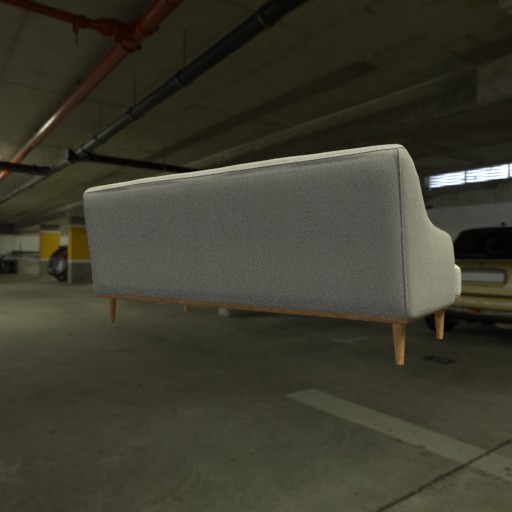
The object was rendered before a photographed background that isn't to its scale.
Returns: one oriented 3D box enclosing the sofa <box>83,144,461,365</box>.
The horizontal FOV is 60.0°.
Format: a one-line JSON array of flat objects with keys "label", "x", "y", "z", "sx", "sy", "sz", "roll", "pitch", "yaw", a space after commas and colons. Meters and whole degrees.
[{"label": "sofa", "x": 0.000, "y": 0.000, "z": 2.584, "sx": 2.057, "sy": 0.871, "sz": 0.978, "roll": 0, "pitch": 0, "yaw": 35}]
